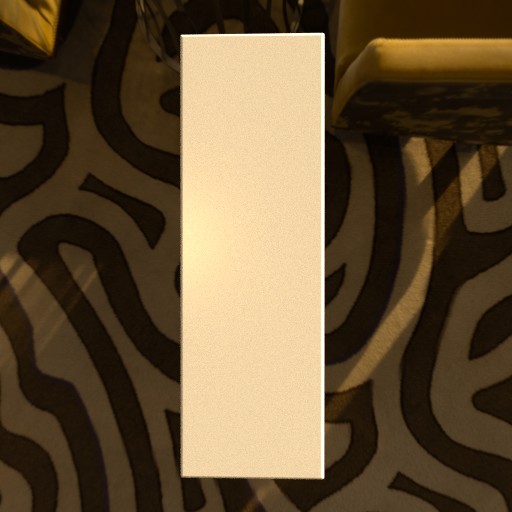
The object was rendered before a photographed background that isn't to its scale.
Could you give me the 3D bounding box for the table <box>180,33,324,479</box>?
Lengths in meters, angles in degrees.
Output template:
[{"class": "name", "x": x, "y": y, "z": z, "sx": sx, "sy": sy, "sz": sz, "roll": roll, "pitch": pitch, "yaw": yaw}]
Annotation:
[{"class": "table", "x": 0.000, "y": 0.000, "z": 1.588, "sx": 0.386, "sy": 0.814, "sz": 1.191, "roll": 0, "pitch": 90, "yaw": 2}]
